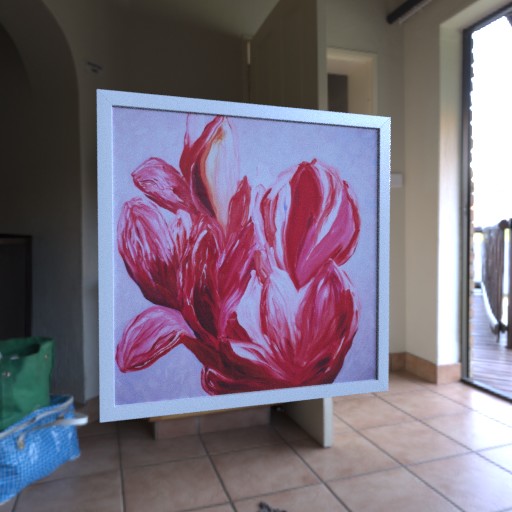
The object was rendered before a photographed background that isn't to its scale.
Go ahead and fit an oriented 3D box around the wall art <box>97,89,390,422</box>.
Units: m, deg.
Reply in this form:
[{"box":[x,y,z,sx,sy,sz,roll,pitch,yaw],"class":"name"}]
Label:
[{"box":[0.000,0.000,0.679,0.455,0.453,0.023,0,2,-17],"class":"wall art"}]
